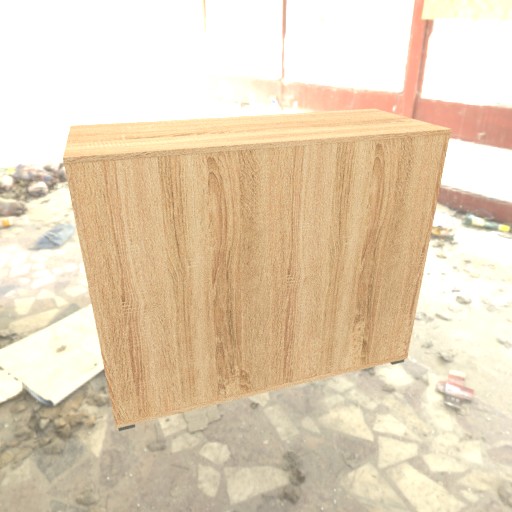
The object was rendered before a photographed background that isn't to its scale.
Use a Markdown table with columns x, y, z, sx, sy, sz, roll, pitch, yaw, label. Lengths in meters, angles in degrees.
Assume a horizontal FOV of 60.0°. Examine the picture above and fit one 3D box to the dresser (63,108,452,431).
| x | y | z | sx | sy | sz | roll | pitch | yaw | label |
| --- | --- | --- | --- | --- | --- | --- | --- | --- | --- |
| 0.000 | 0.000 | 1.580 | 1.100 | 0.900 | 0.450 | -8 | 28 | -16 | dresser |
